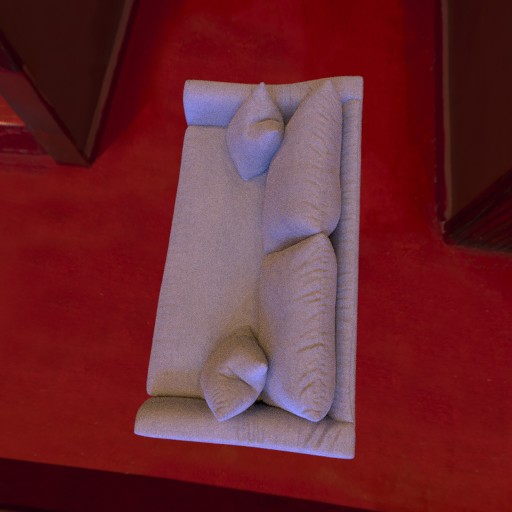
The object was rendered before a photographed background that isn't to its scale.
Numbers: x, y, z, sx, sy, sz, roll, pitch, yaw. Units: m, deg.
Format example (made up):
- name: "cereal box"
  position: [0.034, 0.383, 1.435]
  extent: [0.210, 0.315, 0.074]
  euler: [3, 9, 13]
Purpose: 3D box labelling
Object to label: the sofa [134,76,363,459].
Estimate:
- name: "sofa"
  position: [0.000, 0.000, 2.574]
  extent: [1.072, 1.018, 2.010]
  euler: [5, 74, 1]
